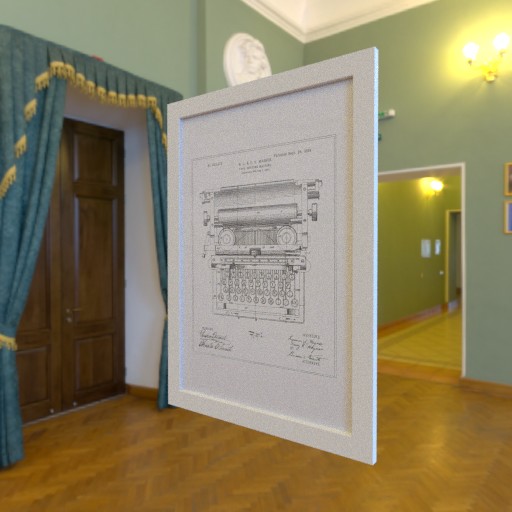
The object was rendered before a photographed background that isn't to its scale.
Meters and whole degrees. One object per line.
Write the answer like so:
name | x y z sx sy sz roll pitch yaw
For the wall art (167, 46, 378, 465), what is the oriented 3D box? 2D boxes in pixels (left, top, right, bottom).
wall art | 0.000 0.000 0.681 0.381 0.533 0.013 1 1 36
